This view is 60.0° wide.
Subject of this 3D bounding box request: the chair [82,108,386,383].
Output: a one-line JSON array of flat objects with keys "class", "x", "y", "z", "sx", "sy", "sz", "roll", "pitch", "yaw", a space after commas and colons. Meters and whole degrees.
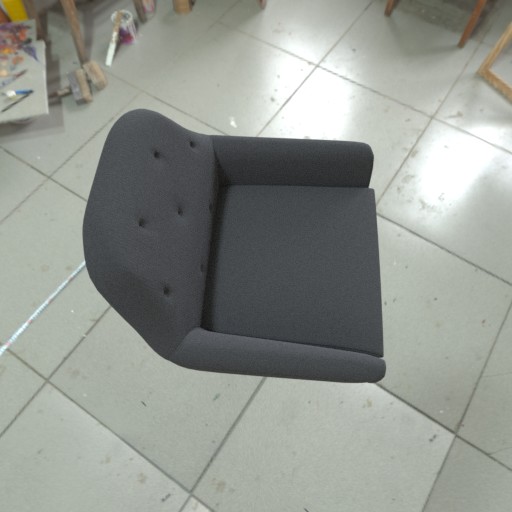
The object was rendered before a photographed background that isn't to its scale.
[{"class": "chair", "x": 0.000, "y": 0.000, "z": 1.398, "sx": 0.779, "sy": 0.800, "sz": 0.770, "roll": 4, "pitch": 64, "yaw": 2}]
